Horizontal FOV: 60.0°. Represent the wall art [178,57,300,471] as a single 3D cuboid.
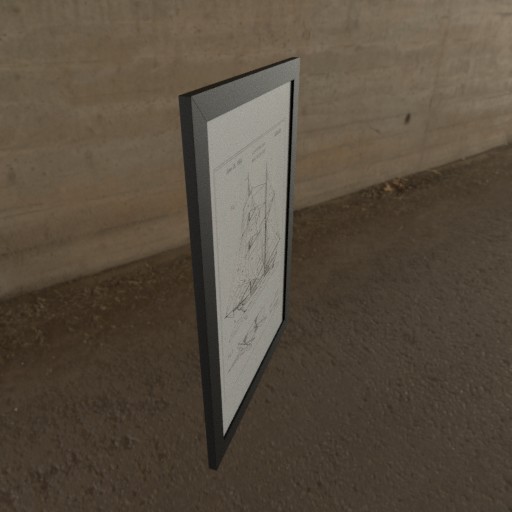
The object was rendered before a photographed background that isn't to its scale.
[{"bbox_3d":[0.000,0.000,0.592,0.011,0.459,0.326,10,31,17],"label":"wall art"}]
